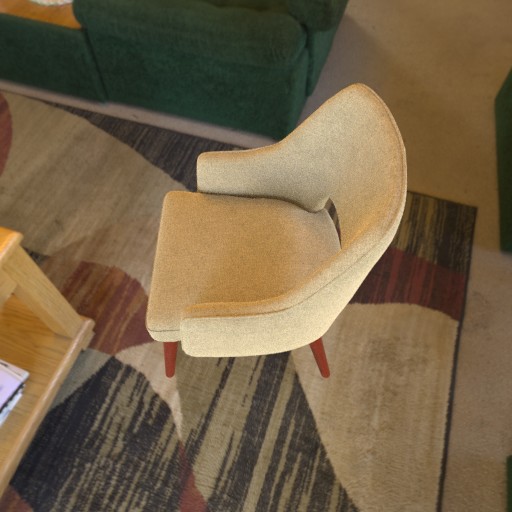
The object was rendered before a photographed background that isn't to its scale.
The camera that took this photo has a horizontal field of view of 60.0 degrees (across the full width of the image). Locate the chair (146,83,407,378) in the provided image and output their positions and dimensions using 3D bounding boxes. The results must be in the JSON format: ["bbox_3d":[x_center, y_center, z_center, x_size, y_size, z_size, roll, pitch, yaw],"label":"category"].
[{"bbox_3d":[0.000,0.000,1.237,0.605,0.849,0.548,0,59,0],"label":"chair"}]
